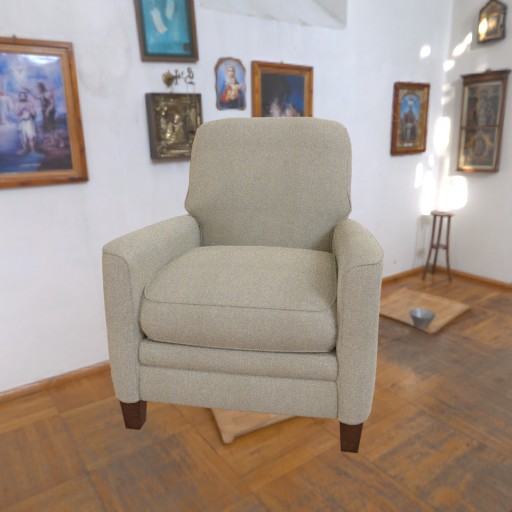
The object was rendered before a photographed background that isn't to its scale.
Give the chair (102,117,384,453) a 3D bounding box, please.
[{"bbox_3d":[0.000,0.000,1.626,0.850,1.006,0.853,2,15,9],"label":"chair"}]
